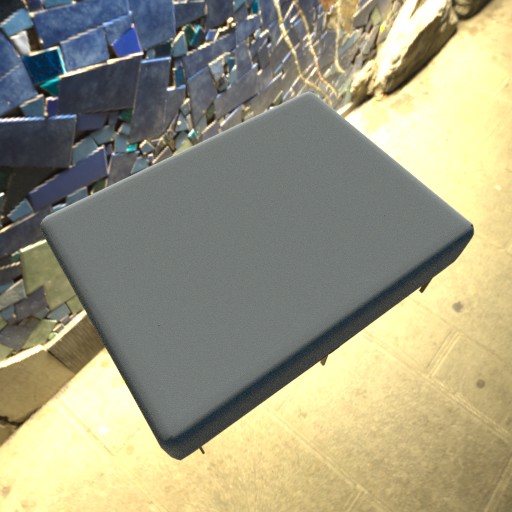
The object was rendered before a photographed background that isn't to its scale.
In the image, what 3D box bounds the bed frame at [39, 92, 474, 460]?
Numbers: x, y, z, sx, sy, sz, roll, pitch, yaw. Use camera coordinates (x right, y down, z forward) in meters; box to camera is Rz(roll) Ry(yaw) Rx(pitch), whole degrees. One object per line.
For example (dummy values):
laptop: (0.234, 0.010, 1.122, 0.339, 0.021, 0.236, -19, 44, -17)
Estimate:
bed frame: (0.000, 0.000, 2.789, 2.037, 0.677, 1.528, -31, 62, -18)
